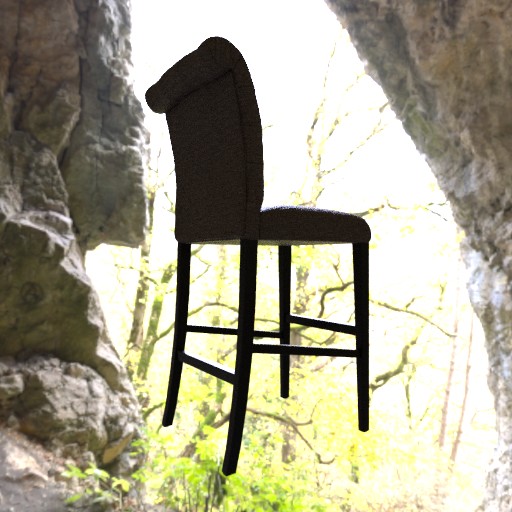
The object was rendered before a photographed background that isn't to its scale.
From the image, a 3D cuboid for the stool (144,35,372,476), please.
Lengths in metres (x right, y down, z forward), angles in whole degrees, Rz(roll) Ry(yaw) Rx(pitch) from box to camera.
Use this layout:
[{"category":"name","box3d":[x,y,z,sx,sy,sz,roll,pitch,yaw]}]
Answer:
[{"category":"stool","box3d":[0.000,0.000,1.439,0.613,1.131,0.452,0,0,-35]}]
